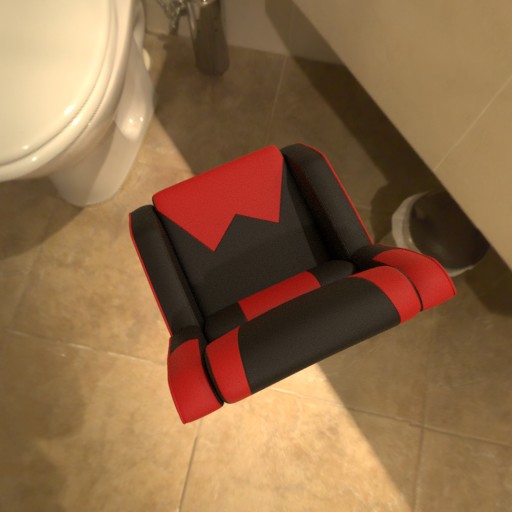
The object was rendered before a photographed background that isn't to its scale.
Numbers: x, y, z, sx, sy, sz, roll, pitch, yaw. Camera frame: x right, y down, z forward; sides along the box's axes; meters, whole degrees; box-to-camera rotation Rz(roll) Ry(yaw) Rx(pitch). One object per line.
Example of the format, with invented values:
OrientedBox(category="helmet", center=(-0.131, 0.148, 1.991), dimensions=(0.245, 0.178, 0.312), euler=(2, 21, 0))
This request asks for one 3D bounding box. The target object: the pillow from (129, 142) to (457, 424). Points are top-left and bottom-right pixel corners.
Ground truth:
OrientedBox(category="pillow", center=(0.000, 0.000, 1.294), dimensions=(0.620, 0.805, 0.672), euler=(-24, 76, -6))
